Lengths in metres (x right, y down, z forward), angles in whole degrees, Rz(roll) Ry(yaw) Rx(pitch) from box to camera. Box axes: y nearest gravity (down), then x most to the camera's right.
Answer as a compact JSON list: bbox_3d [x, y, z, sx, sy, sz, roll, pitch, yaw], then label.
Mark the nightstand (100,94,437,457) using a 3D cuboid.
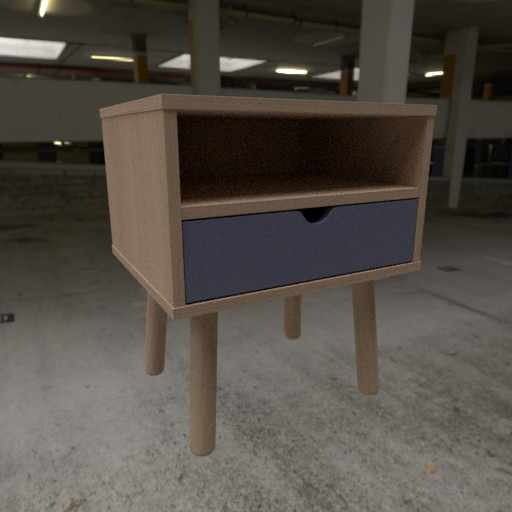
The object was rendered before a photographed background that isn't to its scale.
[{"bbox_3d":[0.000,0.000,0.833,0.450,0.530,0.380,-8,18,-28],"label":"nightstand"}]
